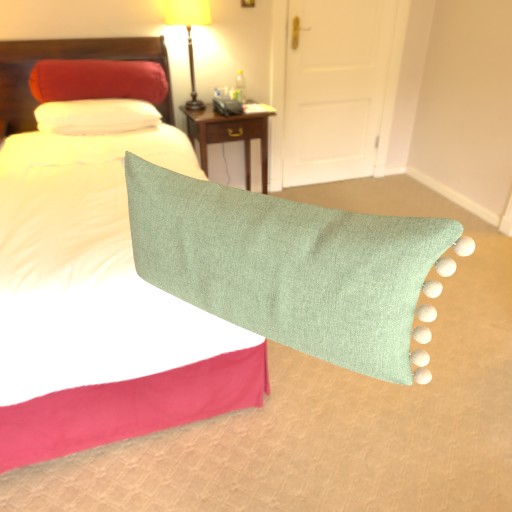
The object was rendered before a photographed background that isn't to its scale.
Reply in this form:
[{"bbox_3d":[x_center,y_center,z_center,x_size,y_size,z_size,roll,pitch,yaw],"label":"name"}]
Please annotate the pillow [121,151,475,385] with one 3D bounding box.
[{"bbox_3d":[0.000,0.000,0.835,0.709,0.322,0.201,18,36,28],"label":"pillow"}]
